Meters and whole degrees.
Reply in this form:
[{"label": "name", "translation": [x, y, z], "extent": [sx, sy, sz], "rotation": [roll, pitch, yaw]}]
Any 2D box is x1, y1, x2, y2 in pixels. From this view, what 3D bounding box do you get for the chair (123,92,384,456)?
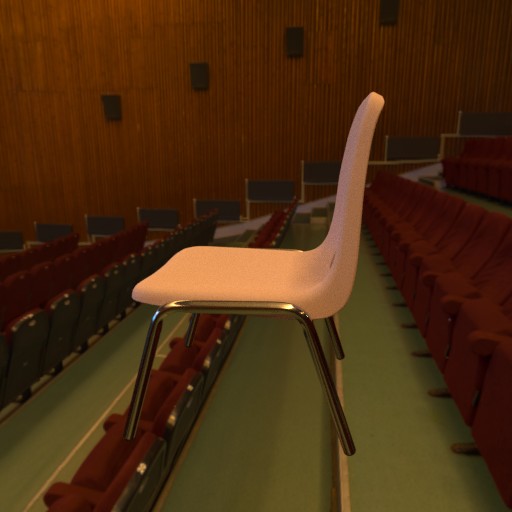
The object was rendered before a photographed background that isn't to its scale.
[{"label": "chair", "translation": [0.000, 0.000, 0.784], "extent": [0.385, 0.537, 0.354], "rotation": [2, 15, 8]}]
